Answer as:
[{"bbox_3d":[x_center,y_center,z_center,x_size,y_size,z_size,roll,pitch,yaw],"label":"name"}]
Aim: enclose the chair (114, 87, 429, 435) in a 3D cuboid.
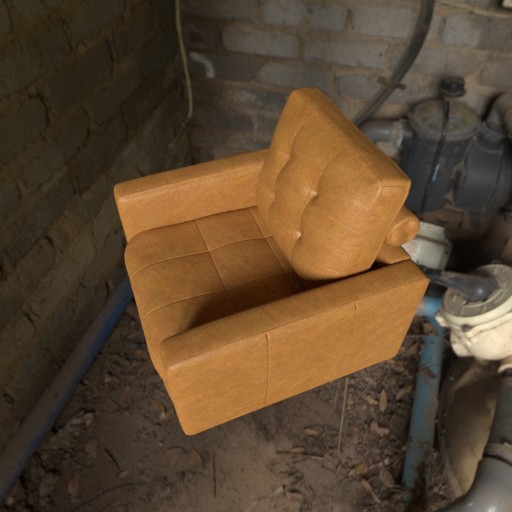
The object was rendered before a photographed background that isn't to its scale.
[{"bbox_3d":[0.000,0.000,1.550,0.868,0.896,0.831,-16,49,-15],"label":"chair"}]
